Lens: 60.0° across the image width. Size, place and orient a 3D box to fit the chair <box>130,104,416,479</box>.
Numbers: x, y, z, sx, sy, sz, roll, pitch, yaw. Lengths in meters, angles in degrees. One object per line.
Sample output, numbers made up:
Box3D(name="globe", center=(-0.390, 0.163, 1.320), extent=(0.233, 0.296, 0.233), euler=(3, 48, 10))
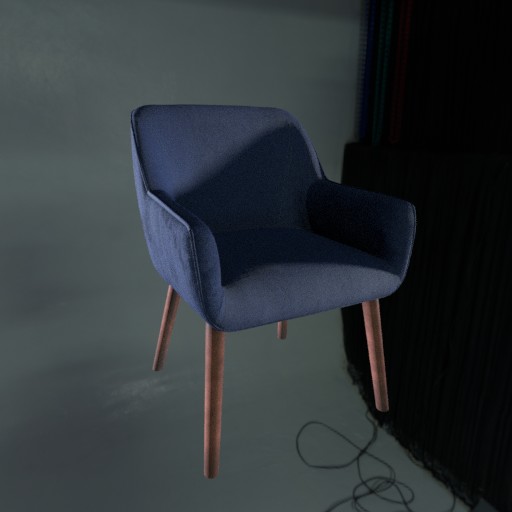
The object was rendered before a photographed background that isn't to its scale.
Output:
Box3D(name="chair", center=(0.000, 0.000, 1.237), extent=(0.600, 0.820, 0.600), euler=(-8, 18, -27))
